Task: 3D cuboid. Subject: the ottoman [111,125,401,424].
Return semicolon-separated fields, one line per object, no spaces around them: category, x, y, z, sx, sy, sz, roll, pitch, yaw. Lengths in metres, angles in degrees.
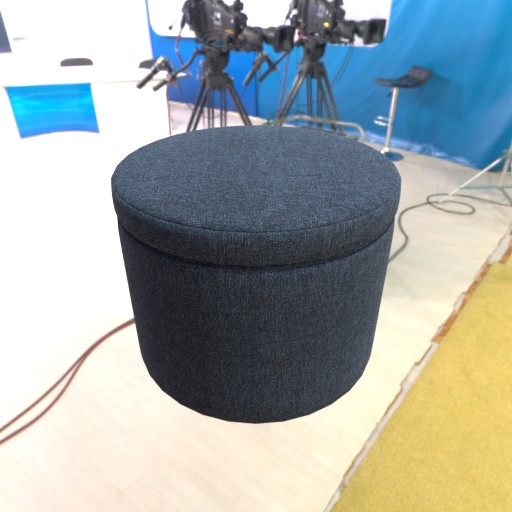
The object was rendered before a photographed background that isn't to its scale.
ottoman;0.000;0.000;0.881;0.500;0.419;0.500;0;32;0
